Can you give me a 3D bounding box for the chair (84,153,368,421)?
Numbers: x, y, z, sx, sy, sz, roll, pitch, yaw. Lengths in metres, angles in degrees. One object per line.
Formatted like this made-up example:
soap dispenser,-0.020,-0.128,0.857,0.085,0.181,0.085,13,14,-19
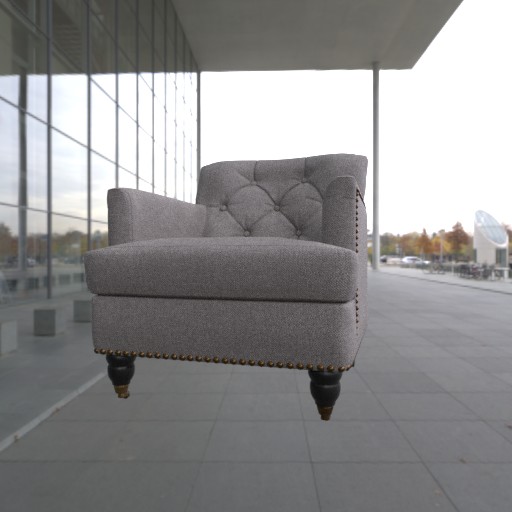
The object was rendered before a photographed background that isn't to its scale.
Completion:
chair,0.000,0.000,1.515,0.737,0.823,0.902,0,0,17
